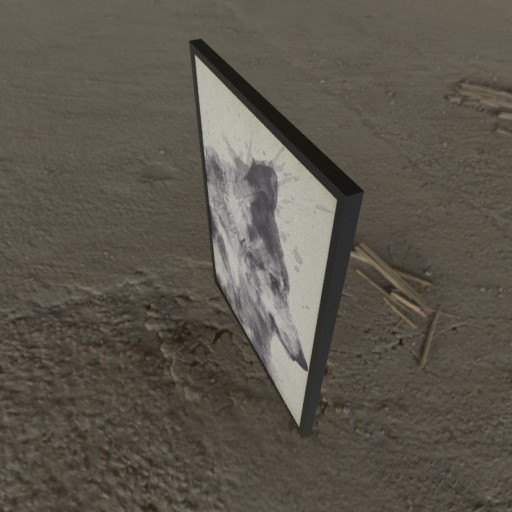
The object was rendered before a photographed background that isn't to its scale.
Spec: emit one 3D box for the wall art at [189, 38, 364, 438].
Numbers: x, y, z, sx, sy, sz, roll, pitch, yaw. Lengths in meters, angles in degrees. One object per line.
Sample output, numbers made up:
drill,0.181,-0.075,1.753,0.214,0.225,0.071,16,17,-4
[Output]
wall art,0.000,0.000,1.417,0.039,1.061,0.804,-19,49,-18
